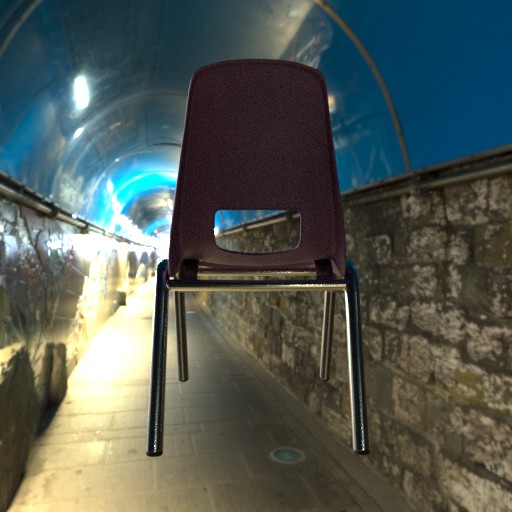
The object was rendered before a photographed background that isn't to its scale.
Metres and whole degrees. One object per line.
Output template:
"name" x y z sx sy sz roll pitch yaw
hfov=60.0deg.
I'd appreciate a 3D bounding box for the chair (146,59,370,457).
"chair" 0.000 0.000 0.843 0.356 0.584 0.419 0 0 -1
